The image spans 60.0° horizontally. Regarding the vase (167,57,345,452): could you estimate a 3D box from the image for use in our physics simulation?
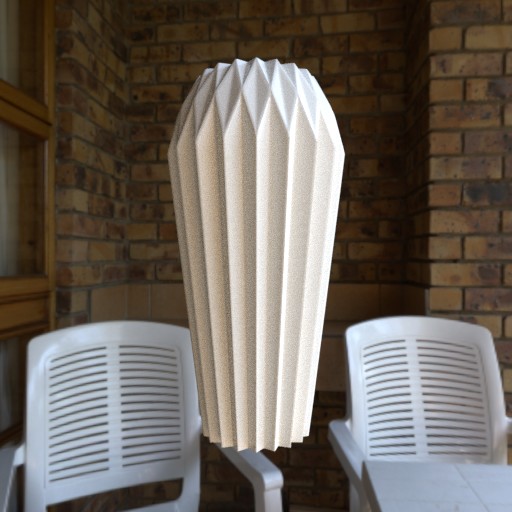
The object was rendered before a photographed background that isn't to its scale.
[{"bbox_3d":[0.000,0.000,0.337,0.133,0.263,0.133,0,0,0],"label":"vase"}]
